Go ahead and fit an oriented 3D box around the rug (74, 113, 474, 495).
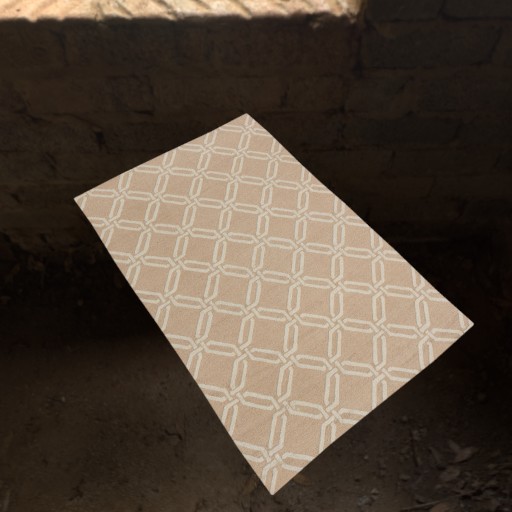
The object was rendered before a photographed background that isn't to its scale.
[{"bbox_3d":[0.000,0.000,2.162,1.146,0.010,1.745,-32,63,-19],"label":"rug"}]
